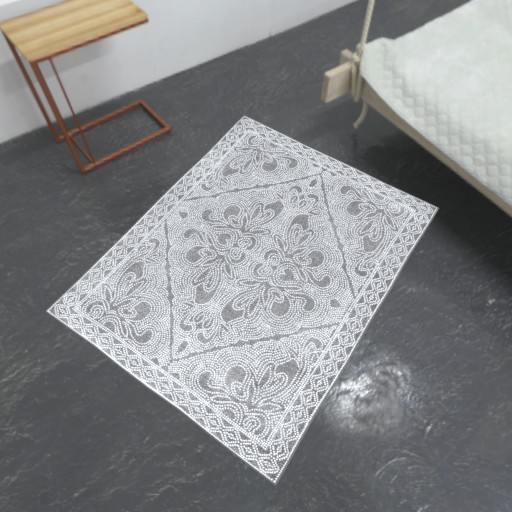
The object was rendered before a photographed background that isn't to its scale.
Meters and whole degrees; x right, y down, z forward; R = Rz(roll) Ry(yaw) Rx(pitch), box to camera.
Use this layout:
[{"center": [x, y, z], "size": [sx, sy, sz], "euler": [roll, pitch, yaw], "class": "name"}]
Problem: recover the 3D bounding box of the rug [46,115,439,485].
[{"center": [0.000, 0.000, 4.185], "size": [2.438, 0.012, 3.048], "euler": [31, 63, 17], "class": "rug"}]
